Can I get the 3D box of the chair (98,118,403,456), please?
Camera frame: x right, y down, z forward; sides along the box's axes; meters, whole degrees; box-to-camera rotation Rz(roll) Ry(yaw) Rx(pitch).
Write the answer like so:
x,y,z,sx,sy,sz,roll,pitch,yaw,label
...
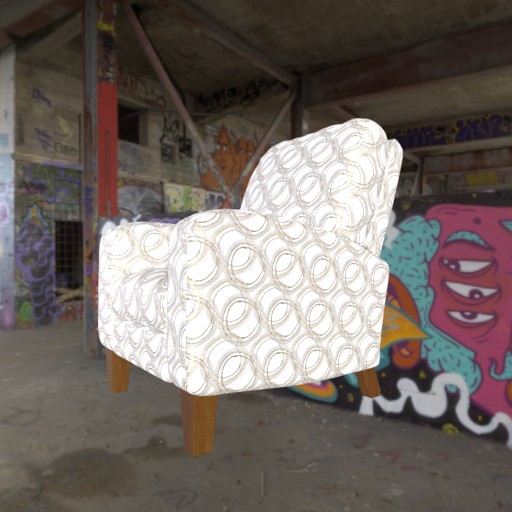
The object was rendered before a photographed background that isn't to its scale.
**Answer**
x,y,z,sx,sy,sz,roll,pitch,yaw,label
0.000,0.000,1.732,0.995,1.065,0.796,0,0,-36,chair
